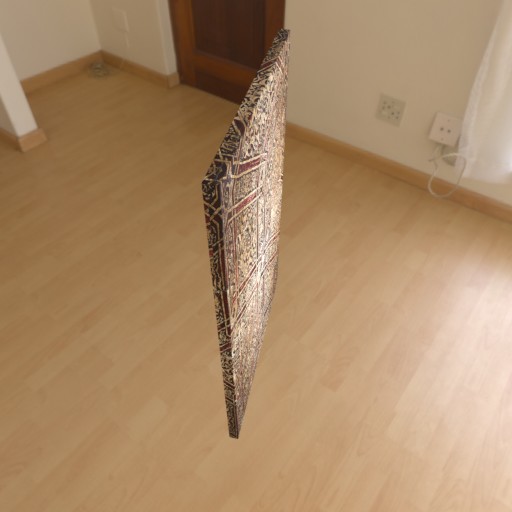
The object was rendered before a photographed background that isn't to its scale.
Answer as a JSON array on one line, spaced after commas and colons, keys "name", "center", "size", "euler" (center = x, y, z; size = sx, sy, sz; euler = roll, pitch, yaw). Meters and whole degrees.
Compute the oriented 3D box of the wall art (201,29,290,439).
[{"name": "wall art", "center": [0.000, 0.000, 0.761], "size": [0.020, 0.599, 0.397], "euler": [9, 47, 9]}]
